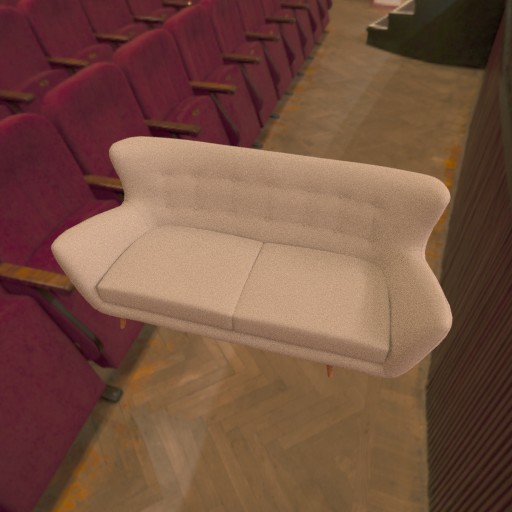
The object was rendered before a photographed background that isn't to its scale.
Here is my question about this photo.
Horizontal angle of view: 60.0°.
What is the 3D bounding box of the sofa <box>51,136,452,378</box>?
[{"bbox_3d":[0.000,0.000,2.434,1.930,0.890,0.899,11,42,12],"label":"sofa"}]
